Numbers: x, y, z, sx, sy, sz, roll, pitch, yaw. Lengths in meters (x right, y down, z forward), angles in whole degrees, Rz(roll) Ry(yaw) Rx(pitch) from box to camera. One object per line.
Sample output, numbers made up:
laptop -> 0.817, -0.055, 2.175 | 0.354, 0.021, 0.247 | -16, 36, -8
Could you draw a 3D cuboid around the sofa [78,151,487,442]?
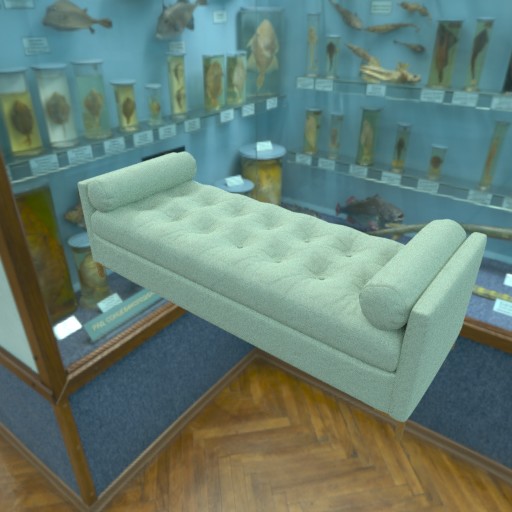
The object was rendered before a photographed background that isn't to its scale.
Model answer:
sofa -> 0.000, 0.000, 2.445 | 2.102, 0.705, 0.796 | 21, 36, 32
